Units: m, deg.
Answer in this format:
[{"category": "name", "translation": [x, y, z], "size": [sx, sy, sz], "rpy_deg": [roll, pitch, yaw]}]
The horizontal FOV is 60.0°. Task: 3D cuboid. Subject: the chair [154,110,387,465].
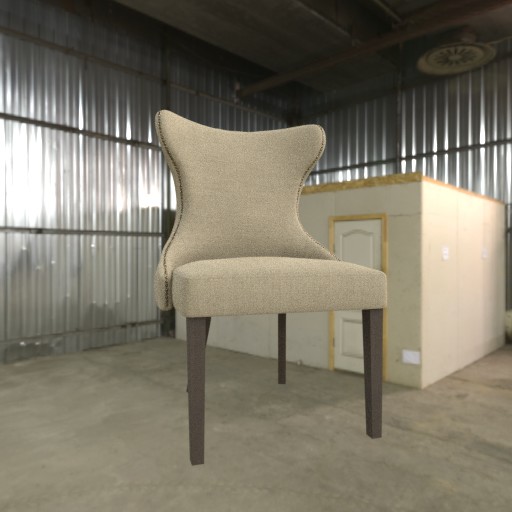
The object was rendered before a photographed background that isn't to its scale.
[{"category": "chair", "translation": [0.000, 0.000, 1.395], "size": [0.628, 0.967, 0.635], "rpy_deg": [0, 1, -18]}]
